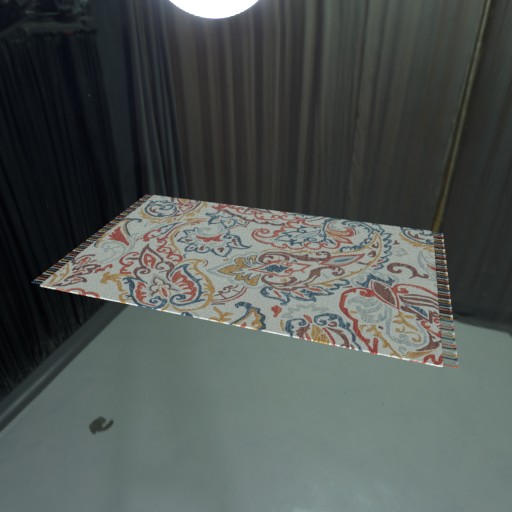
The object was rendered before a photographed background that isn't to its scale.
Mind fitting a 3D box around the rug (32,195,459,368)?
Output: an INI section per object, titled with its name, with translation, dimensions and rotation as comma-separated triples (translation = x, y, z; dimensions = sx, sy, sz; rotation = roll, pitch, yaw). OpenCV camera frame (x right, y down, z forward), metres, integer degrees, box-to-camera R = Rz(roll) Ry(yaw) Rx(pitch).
[rug]
translation = 0.000, 0.000, 3.160
dimensions = 2.584, 0.010, 1.523
rotation = 9, 32, 15
